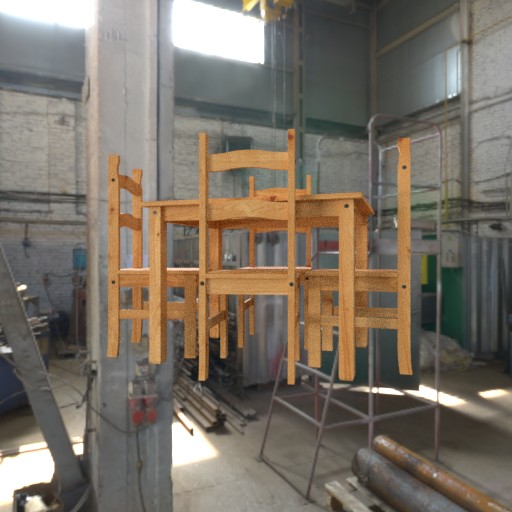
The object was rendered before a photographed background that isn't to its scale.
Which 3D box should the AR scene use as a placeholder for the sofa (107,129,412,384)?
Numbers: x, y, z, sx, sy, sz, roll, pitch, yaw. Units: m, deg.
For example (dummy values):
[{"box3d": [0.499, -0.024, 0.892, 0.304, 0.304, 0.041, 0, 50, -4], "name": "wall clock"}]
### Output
[{"box3d": [0.000, 0.000, 2.309, 1.529, 1.000, 1.144, 0, 0, 18], "name": "sofa"}]
